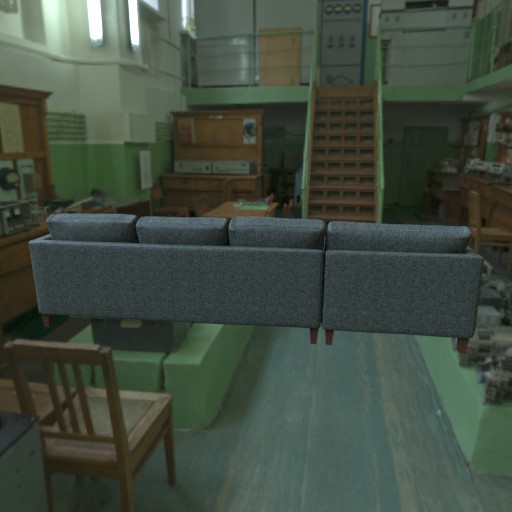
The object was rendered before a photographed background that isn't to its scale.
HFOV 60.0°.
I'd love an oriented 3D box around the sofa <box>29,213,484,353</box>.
[{"bbox_3d":[0.000,0.000,4.127,3.485,0.960,1.635,2,15,8],"label":"sofa"}]
